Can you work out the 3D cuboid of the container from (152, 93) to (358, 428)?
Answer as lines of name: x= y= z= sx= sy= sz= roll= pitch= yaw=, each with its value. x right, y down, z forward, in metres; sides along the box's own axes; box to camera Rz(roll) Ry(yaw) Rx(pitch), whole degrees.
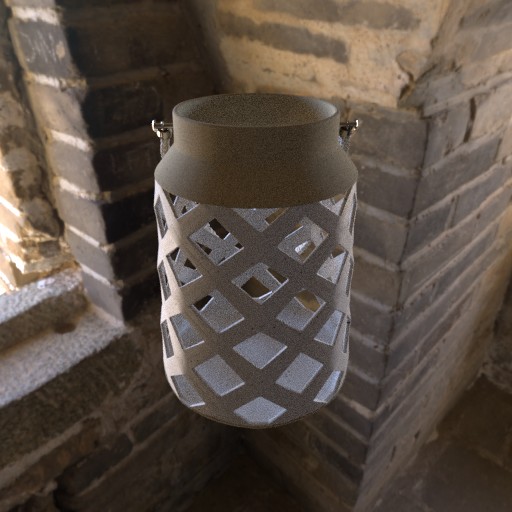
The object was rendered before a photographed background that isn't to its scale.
container: x=0.000 y=0.000 z=0.404 sx=0.188 sy=0.264 sz=0.198 roll=-1 pitch=30 yaw=-2
